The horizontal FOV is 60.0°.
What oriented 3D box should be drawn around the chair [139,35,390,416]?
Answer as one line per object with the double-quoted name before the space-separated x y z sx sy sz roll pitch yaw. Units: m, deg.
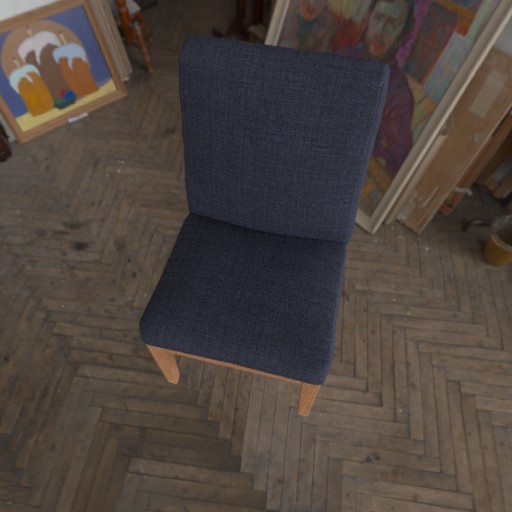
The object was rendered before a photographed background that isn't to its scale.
"chair" 0.000 0.000 1.229 0.507 0.911 0.586 12 58 7
